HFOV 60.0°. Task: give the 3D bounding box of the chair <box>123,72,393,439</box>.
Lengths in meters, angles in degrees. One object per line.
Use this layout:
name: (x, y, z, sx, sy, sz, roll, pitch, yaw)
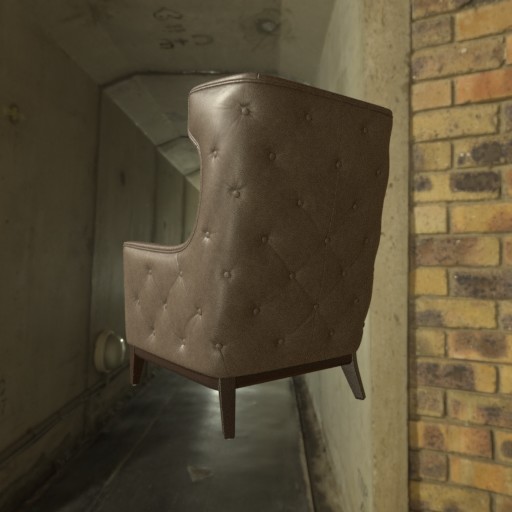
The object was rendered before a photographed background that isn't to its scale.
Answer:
chair: (0.000, 0.000, 1.709, 0.769, 1.079, 0.899, -1, 1, -35)
